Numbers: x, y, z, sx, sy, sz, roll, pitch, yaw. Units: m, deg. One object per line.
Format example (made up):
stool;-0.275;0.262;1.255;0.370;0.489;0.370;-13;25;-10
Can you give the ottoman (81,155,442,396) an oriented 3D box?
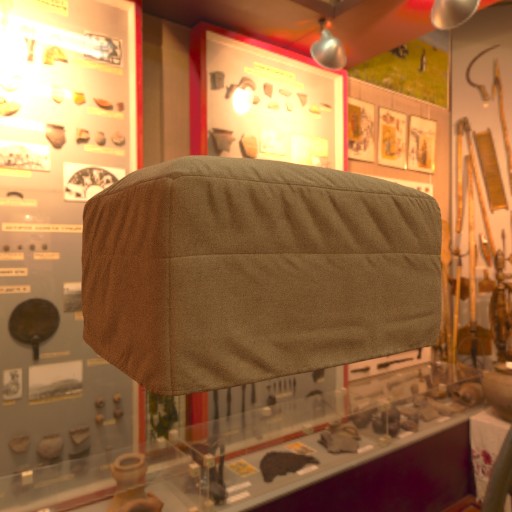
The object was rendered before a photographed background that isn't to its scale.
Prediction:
ottoman;0.000;0.000;1.243;0.837;0.481;0.683;0;0;-34
